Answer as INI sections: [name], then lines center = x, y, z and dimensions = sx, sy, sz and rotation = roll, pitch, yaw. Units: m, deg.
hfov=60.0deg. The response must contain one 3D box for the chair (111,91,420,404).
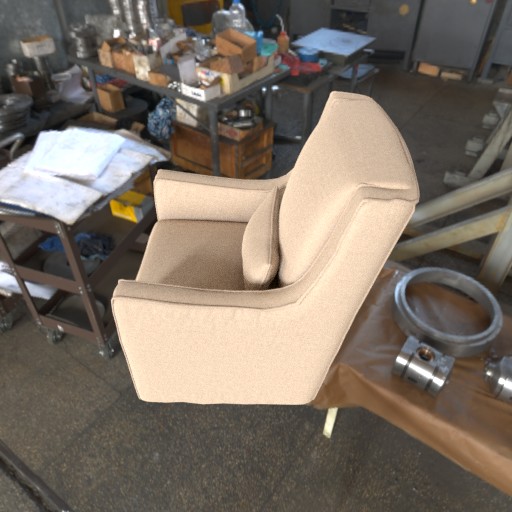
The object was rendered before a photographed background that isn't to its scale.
[chair]
center = 0.000, 0.000, 1.616
dimensions = 0.879, 0.993, 0.732
rotation = 1, 41, 1
